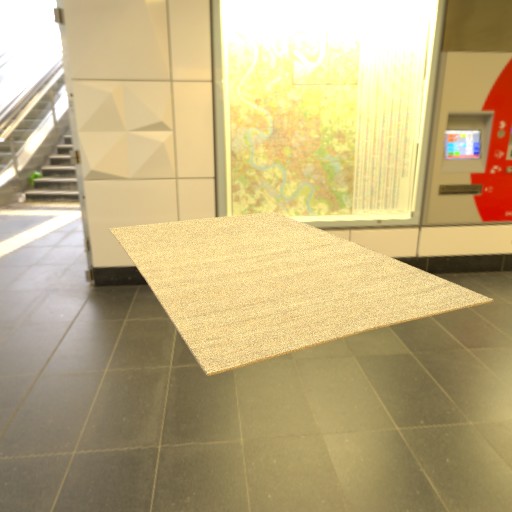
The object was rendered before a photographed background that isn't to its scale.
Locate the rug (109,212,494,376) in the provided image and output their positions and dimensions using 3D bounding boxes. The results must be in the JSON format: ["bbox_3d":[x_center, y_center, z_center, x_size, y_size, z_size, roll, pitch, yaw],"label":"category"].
[{"bbox_3d":[0.000,0.000,2.242,1.179,0.022,1.820,-8,19,-24],"label":"rug"}]
